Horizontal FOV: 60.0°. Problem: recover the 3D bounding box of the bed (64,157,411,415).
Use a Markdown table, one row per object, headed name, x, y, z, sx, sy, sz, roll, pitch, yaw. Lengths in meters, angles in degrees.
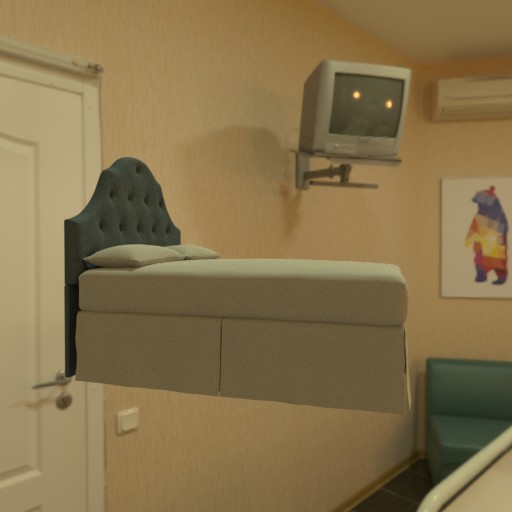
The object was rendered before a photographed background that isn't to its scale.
| name | x | y | z | sx | sy | sz | roll | pitch | yaw |
| --- | --- | --- | --- | --- | --- | --- | --- | --- | --- |
| bed | 0.000 | 0.000 | 3.302 | 2.155 | 1.575 | 1.636 | 0 | 1 | 17 |
